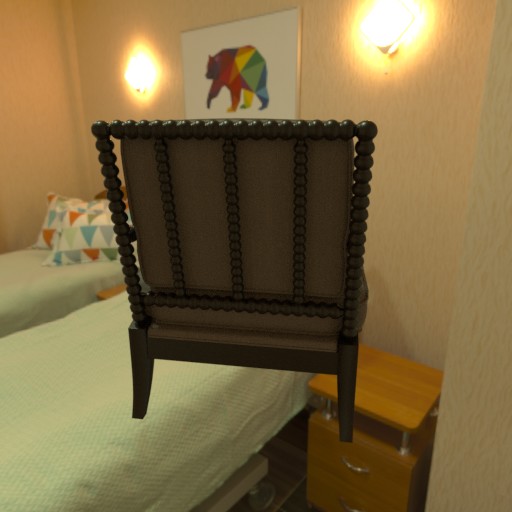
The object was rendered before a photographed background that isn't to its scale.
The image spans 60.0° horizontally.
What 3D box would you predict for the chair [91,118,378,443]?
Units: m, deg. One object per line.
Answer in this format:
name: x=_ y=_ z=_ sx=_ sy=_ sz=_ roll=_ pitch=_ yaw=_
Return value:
chair: x=0.000 y=0.000 z=1.119 sx=0.540 sy=0.661 sz=0.622 roll=3 pitch=17 yaw=9
